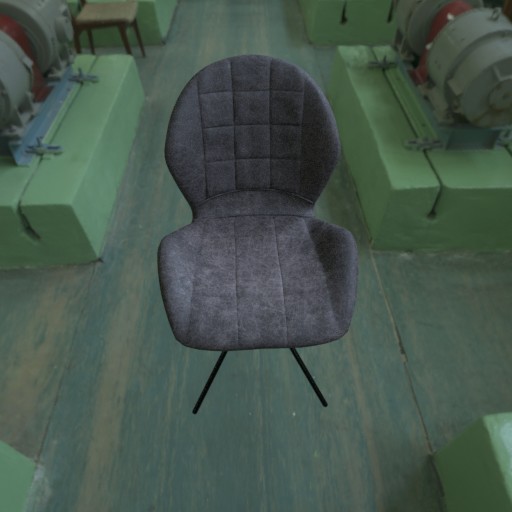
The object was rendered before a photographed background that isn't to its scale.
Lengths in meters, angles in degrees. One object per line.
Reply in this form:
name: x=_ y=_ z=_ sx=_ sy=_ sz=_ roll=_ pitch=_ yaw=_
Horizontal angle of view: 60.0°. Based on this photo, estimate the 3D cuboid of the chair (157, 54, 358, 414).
chair: x=0.000 y=0.000 z=1.314 sx=0.527 sy=0.934 sz=0.640 roll=-2 pitch=46 yaw=-2
